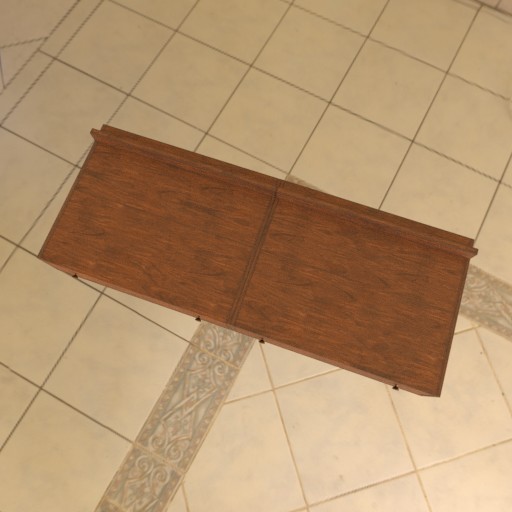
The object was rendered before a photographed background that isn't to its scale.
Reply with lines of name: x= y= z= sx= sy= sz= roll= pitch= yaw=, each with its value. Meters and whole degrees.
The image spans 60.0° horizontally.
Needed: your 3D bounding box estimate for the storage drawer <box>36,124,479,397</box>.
storage drawer: x=0.000 y=0.000 z=2.162 sx=1.914 sy=0.339 sz=0.774 roll=18 pitch=75 yaw=5
